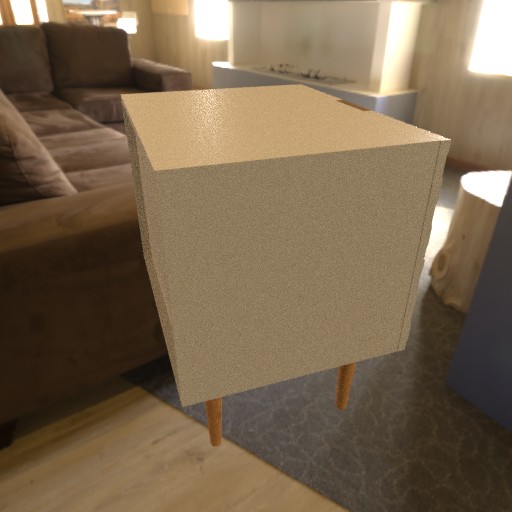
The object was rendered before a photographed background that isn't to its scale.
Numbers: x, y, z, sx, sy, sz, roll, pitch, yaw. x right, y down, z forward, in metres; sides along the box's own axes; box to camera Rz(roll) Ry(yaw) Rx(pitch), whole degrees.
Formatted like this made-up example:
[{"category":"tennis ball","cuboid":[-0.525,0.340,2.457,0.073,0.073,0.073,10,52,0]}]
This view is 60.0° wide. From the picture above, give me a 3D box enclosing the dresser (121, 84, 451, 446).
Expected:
[{"category":"dresser","cuboid":[0.000,0.000,0.901,0.414,0.568,0.503,-10,31,-16]}]
